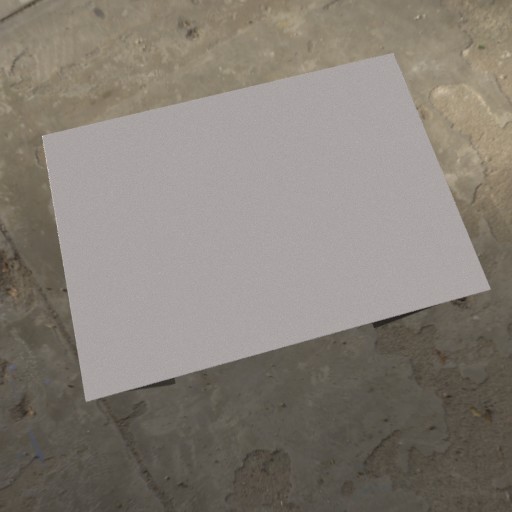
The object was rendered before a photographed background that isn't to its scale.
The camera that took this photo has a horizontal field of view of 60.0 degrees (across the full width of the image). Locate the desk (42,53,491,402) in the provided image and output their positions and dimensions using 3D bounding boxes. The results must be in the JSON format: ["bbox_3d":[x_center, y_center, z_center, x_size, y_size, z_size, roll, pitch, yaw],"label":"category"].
[{"bbox_3d":[0.000,0.000,1.294,0.811,0.766,0.573,-15,76,-4],"label":"desk"}]
